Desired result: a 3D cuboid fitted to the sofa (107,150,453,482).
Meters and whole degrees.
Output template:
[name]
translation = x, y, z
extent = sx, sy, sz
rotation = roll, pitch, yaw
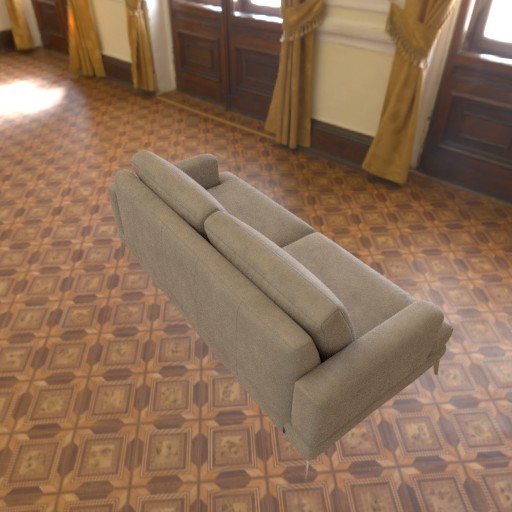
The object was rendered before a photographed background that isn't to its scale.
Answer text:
[sofa]
translation = 0.000, 0.000, 2.530
extent = 0.980, 0.830, 2.013
rotation = -25, 45, -28
